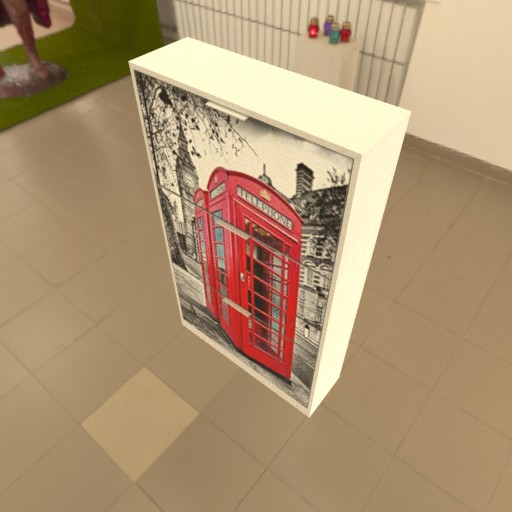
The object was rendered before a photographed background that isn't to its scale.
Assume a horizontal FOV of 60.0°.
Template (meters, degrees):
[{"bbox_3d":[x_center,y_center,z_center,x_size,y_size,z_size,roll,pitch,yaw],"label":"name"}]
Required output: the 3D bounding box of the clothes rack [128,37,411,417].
[{"bbox_3d":[0.000,0.000,1.613,0.750,1.280,0.250,30,53,26],"label":"clothes rack"}]
